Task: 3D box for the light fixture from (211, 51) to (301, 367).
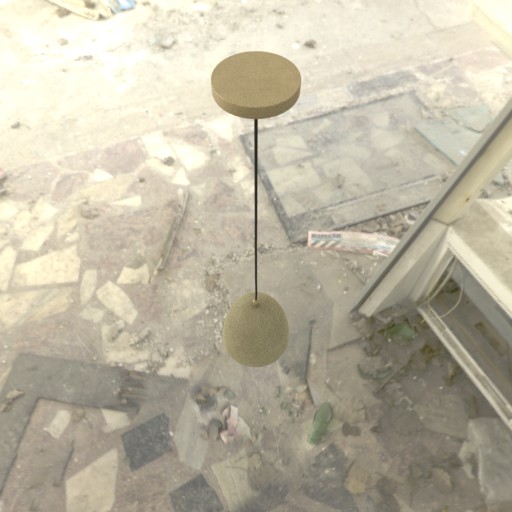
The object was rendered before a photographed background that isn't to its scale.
[{"bbox_3d":[0.000,0.000,0.832,0.170,0.759,0.170,0,57,0],"label":"light fixture"}]
